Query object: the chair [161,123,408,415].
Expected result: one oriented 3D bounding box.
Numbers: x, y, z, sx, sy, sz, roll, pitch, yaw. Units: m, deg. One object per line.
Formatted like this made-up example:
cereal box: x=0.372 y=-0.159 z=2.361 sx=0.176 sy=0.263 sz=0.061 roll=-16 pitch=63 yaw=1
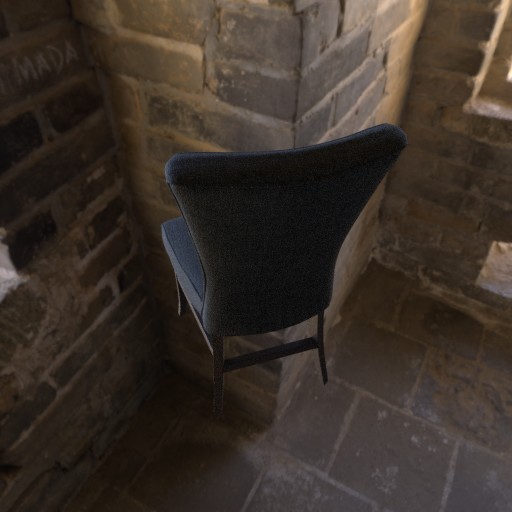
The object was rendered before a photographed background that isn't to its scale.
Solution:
chair: x=0.000 y=0.000 z=1.380 sx=0.520 sy=0.991 sz=0.660 roll=-12 pitch=42 yaw=-13
